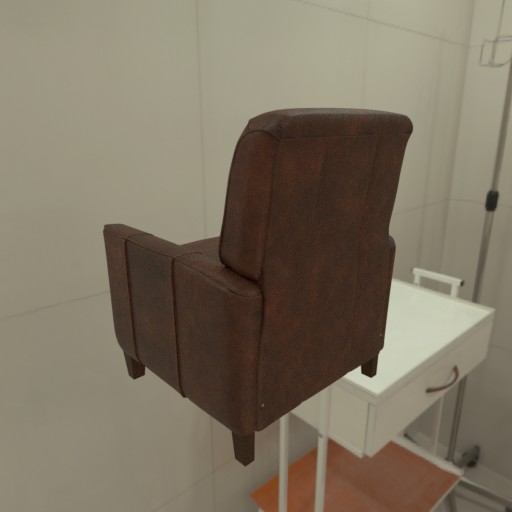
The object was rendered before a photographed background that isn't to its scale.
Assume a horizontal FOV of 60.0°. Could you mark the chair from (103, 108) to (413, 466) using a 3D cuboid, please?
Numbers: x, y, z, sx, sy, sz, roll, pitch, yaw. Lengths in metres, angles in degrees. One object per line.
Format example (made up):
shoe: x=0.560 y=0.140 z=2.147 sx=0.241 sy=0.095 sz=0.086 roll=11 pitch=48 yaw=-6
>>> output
chair: x=0.000 y=0.000 z=1.667 sx=0.843 sy=1.043 sz=0.836 roll=-16 pitch=23 yaw=-41
